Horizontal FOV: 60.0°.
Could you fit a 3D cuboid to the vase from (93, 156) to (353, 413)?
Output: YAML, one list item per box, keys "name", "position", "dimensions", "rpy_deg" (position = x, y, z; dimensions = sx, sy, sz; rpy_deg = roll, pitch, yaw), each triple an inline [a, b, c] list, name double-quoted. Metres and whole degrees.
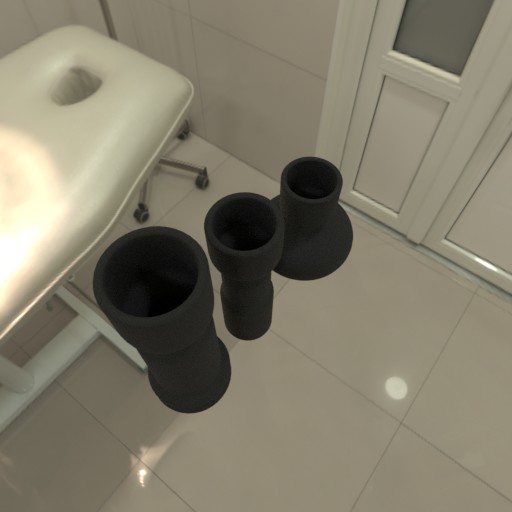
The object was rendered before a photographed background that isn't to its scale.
- name: "vase"
  position: [0.000, 0.000, 0.437]
  dimensions: [0.120, 0.249, 0.307]
  rpy_deg: [33, 64, 19]
